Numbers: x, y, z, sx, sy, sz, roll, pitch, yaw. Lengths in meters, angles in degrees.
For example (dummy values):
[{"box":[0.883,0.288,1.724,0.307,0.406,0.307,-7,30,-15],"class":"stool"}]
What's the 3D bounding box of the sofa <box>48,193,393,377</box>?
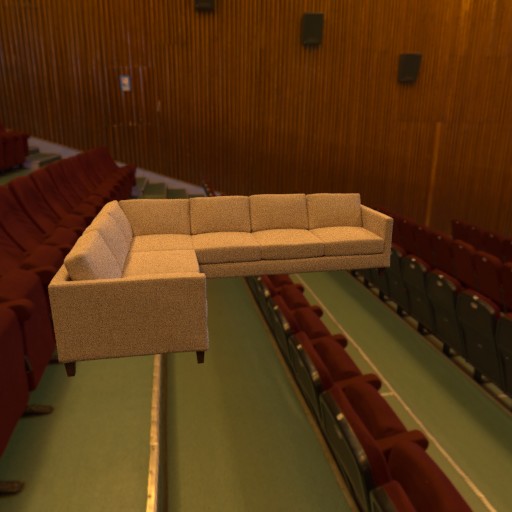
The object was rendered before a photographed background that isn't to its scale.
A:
[{"box":[0.000,0.000,4.306,3.182,0.863,2.432,-3,17,-11],"class":"sofa"}]
